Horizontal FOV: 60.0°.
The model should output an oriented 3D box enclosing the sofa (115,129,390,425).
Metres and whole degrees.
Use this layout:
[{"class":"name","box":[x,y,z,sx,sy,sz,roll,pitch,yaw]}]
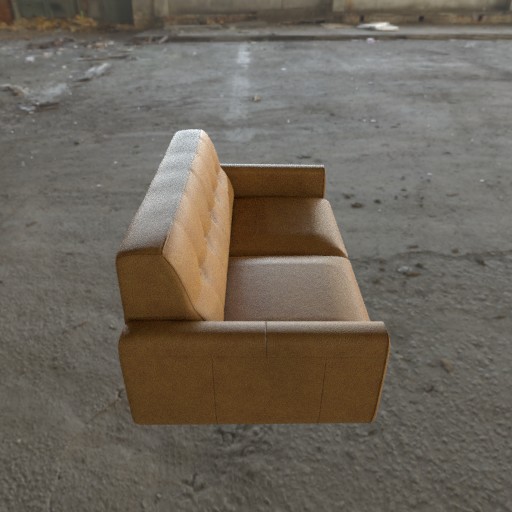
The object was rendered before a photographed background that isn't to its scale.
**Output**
[{"class":"sofa","box":[0.000,0.000,2.253,0.952,0.925,1.651,0,32,0]}]
